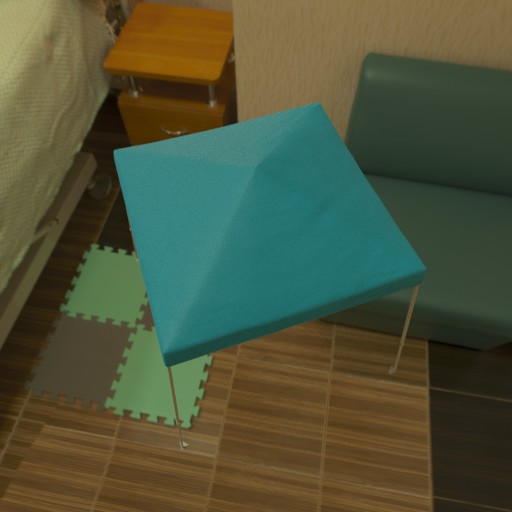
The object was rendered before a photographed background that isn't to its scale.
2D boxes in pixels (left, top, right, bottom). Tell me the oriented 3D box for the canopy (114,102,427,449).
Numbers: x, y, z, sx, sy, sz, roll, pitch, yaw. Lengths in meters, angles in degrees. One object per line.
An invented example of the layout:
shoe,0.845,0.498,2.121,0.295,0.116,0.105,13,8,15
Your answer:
canopy,0.000,0.000,6.329,3.600,3.600,3.599,-16,59,-10
